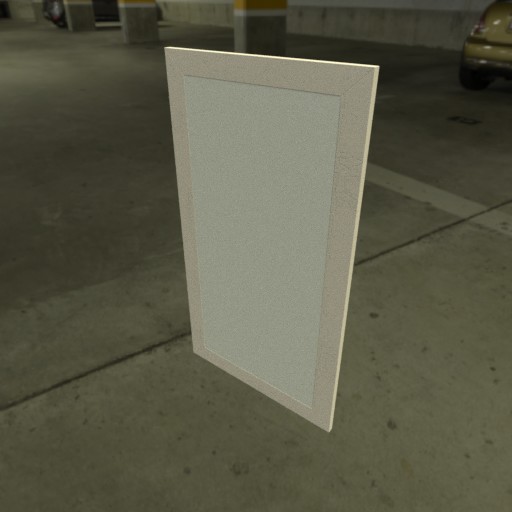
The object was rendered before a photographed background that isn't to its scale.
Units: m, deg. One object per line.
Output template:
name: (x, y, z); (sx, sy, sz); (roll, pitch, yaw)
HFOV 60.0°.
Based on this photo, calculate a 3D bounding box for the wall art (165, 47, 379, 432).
wall art: (0.000, 0.000, 0.823); (0.380, 0.683, 0.013); (21, 37, 32)
